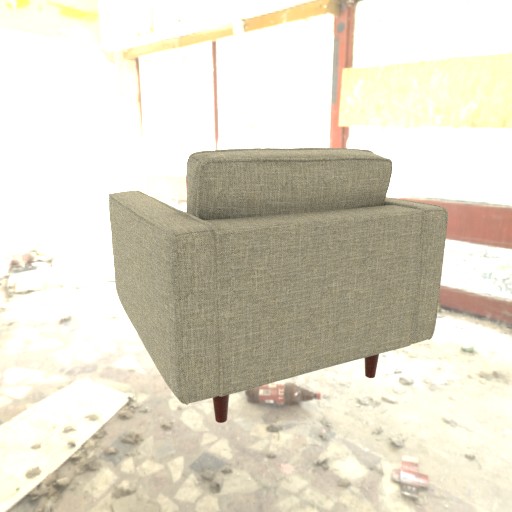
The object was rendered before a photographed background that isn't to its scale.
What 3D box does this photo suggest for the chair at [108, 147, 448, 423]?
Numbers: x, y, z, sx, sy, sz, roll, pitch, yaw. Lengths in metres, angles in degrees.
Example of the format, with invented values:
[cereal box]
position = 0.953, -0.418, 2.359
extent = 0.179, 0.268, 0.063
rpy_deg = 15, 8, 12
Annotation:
[chair]
position = 0.000, 0.000, 1.593
extent = 0.889, 0.765, 0.914
rpy_deg = -7, 17, -25
